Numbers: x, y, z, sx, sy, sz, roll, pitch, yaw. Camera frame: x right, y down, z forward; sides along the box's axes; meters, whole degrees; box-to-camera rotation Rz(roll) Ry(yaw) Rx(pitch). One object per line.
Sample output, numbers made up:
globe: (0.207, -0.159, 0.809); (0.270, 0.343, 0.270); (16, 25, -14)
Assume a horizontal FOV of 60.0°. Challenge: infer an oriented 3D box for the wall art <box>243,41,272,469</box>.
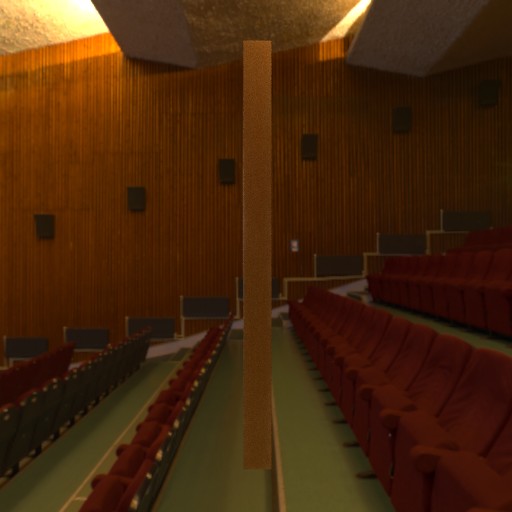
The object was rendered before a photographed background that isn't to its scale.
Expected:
wall art: (0.000, 0.000, 0.781); (0.033, 0.509, 0.510); (0, 0, 0)
